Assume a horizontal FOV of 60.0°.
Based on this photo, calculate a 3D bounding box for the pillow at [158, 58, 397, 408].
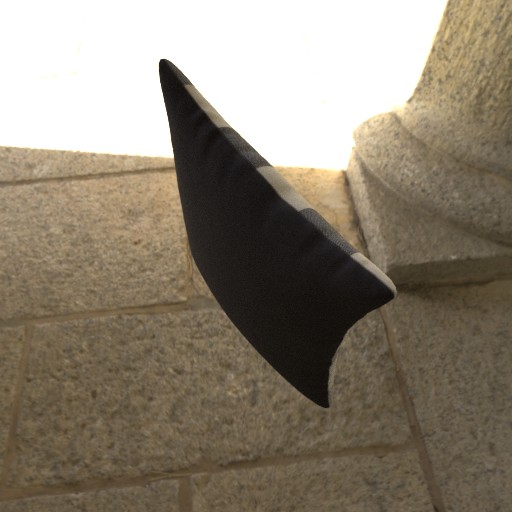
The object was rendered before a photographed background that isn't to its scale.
[{"bbox_3d":[0.000,0.000,0.796,0.161,0.509,0.511,-31,63,-18],"label":"pillow"}]
